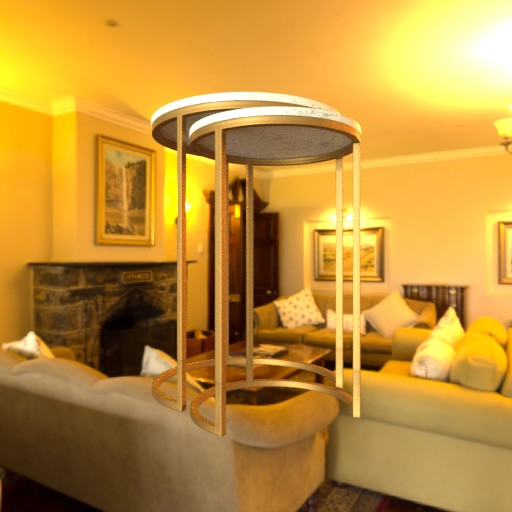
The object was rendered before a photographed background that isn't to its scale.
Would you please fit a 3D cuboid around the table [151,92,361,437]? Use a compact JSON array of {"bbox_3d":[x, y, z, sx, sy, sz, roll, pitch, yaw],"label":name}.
[{"bbox_3d":[0.000,0.000,0.893,0.400,0.550,0.507,0,0,-19],"label":"table"}]
